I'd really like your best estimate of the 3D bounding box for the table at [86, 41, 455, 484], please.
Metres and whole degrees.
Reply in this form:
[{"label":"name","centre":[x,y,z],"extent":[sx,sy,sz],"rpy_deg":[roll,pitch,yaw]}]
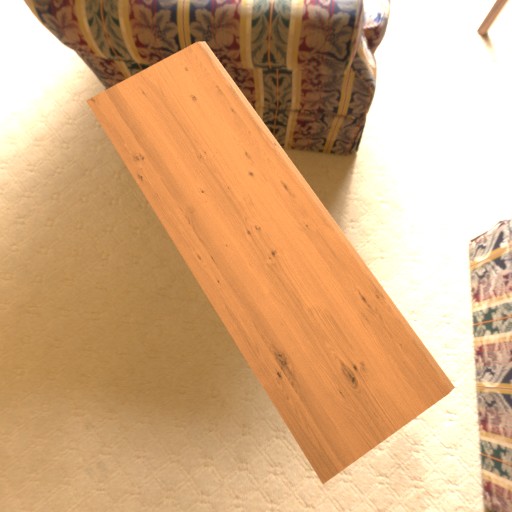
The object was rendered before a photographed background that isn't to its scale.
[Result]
[{"label":"table","centre":[0.000,0.000,1.427],"extent":[0.400,0.510,1.200],"rpy_deg":[-32,77,-8]}]
